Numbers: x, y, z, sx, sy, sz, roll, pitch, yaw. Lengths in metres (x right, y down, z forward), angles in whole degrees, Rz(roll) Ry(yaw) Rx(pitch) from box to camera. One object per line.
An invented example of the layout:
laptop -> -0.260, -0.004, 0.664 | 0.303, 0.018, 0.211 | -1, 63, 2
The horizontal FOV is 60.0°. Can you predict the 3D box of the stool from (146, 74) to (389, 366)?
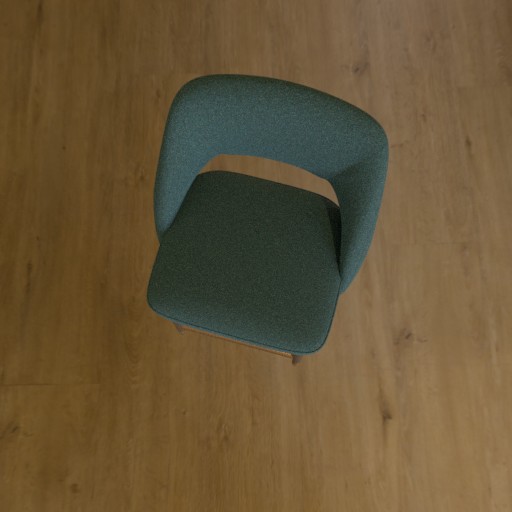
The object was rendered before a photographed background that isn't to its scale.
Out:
stool -> 0.000, 0.000, 1.268 | 0.536, 0.939, 0.522 | 15, 77, 3
